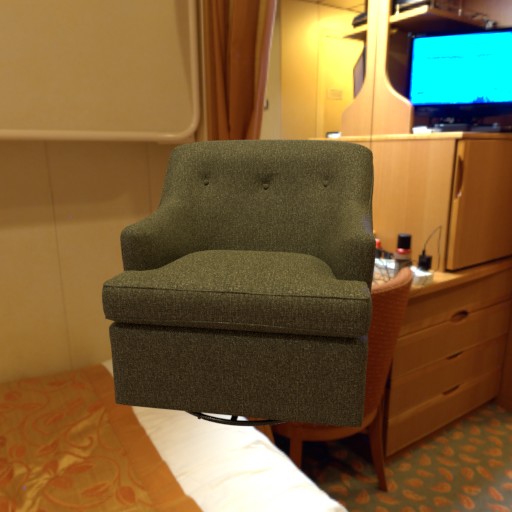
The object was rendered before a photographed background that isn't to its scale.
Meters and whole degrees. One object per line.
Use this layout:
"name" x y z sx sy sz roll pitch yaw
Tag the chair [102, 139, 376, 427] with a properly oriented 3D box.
"chair" 0.000 0.000 1.645 0.864 0.856 0.923 2 13 9
